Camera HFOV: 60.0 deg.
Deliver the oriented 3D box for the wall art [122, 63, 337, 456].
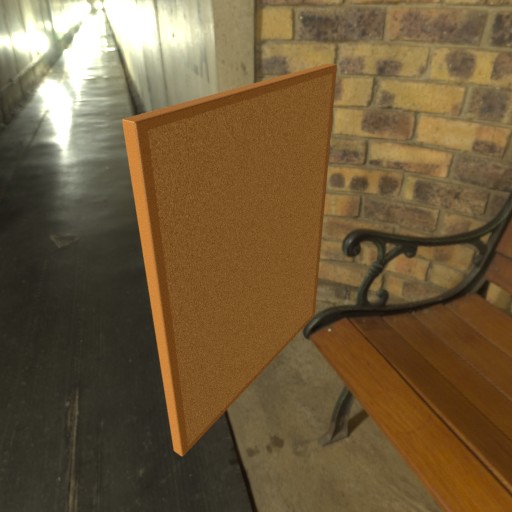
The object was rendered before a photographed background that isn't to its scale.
[{"bbox_3d":[0.000,0.000,0.517,0.015,0.379,0.310,20,37,30],"label":"wall art"}]
